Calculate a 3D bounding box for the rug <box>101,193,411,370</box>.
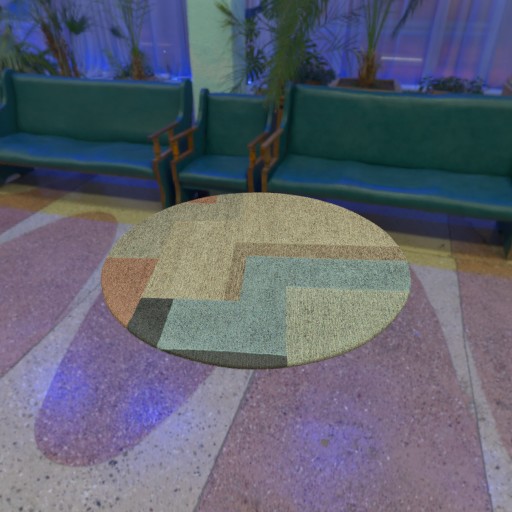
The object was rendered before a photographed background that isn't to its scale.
[{"bbox_3d":[0.000,0.000,3.662,2.461,0.033,2.461,0,33,0],"label":"rug"}]
